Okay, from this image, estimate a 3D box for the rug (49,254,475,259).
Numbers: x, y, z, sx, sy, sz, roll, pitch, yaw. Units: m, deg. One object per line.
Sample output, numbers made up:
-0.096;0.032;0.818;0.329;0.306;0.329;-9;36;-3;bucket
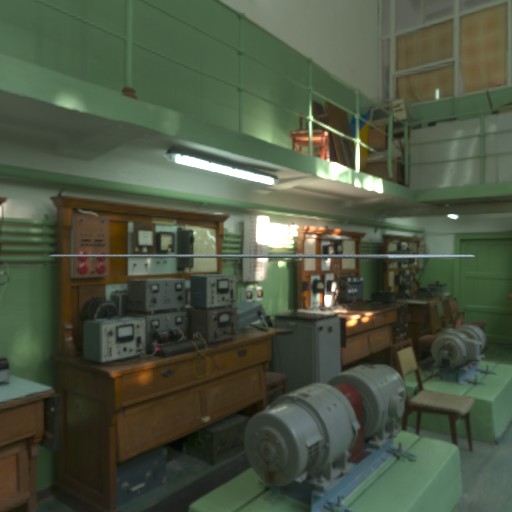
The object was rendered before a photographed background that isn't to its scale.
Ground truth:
0.000;0.000;3.418;2.746;0.018;1.819;0;0;37;rug
